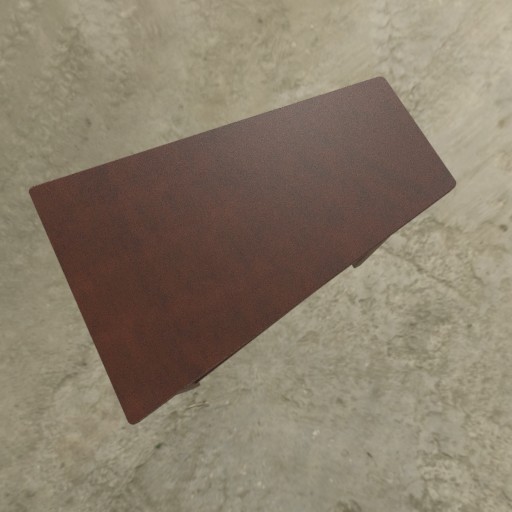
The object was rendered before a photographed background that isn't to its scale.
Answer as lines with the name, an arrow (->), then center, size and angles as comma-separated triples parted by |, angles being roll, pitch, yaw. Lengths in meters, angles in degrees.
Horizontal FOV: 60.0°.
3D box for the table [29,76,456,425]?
table -> 0.000, 0.000, 0.975 | 0.605, 0.589, 0.399 | -27, 77, -7
